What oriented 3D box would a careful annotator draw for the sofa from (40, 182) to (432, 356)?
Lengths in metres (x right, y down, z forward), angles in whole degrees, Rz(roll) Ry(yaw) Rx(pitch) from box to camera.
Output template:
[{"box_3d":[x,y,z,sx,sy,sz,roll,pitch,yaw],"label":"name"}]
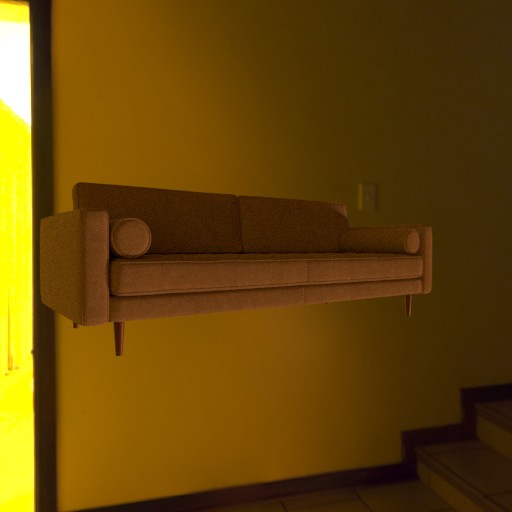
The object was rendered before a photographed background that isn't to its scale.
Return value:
[{"box_3d":[0.000,0.000,2.607,2.200,0.770,0.919,-1,1,-35],"label":"sofa"}]
